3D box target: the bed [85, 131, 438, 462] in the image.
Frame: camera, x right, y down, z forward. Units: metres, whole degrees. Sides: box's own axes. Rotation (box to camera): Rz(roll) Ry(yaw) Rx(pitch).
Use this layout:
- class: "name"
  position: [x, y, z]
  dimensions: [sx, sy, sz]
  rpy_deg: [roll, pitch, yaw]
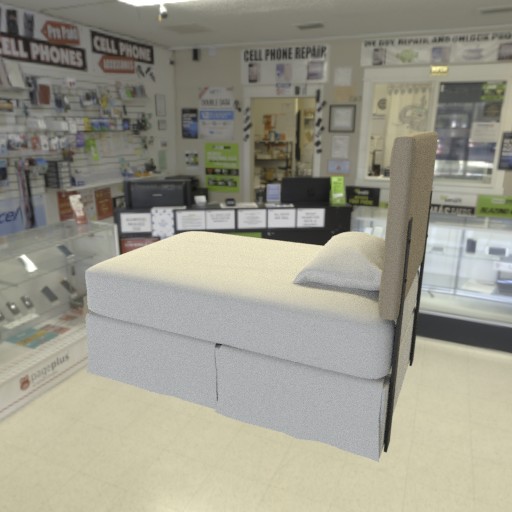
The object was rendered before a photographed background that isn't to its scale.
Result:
- class: "bed"
  position: [0.000, 0.000, 2.900]
  dimensions: [1.997, 1.571, 1.261]
  rpy_deg: [8, 18, 25]
